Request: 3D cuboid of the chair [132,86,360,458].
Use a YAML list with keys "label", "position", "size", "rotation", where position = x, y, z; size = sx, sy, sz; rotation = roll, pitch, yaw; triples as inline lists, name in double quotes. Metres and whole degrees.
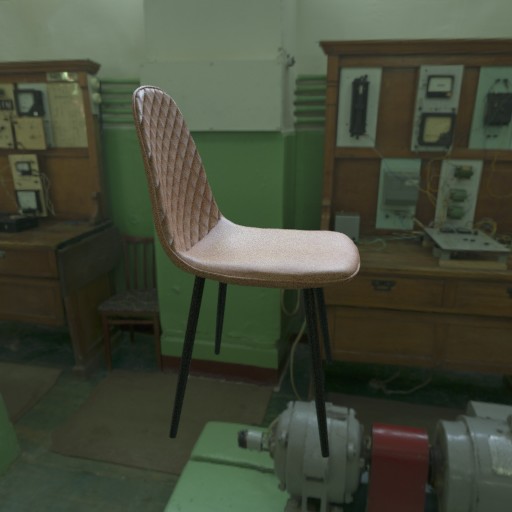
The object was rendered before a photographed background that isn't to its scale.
- label: "chair"
  position: [0.000, 0.000, 1.231]
  size: [0.561, 0.889, 0.472]
  rotation: [3, 17, 10]
